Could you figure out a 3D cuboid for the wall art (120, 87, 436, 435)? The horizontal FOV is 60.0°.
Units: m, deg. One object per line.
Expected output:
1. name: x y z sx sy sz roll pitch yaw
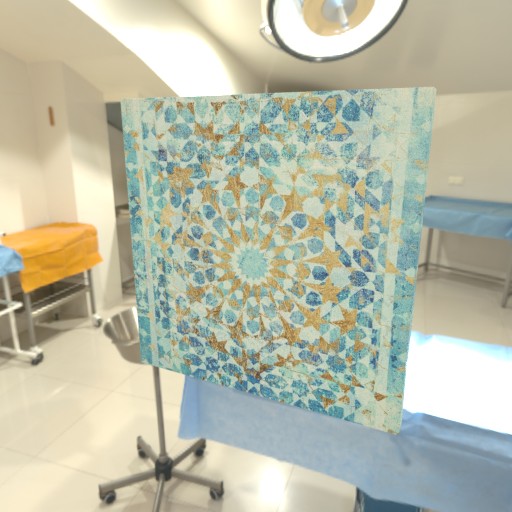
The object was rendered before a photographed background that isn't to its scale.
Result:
1. wall art: 0.000 0.000 0.887 0.609 0.609 0.040 8 18 25
